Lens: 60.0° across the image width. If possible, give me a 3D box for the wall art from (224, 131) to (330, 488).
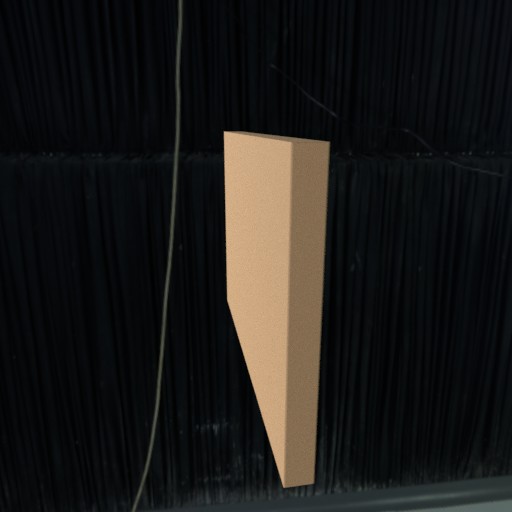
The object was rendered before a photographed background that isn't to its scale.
[{"bbox_3d":[0.000,0.000,0.772,0.039,0.407,0.609,-3,17,-10],"label":"wall art"}]
